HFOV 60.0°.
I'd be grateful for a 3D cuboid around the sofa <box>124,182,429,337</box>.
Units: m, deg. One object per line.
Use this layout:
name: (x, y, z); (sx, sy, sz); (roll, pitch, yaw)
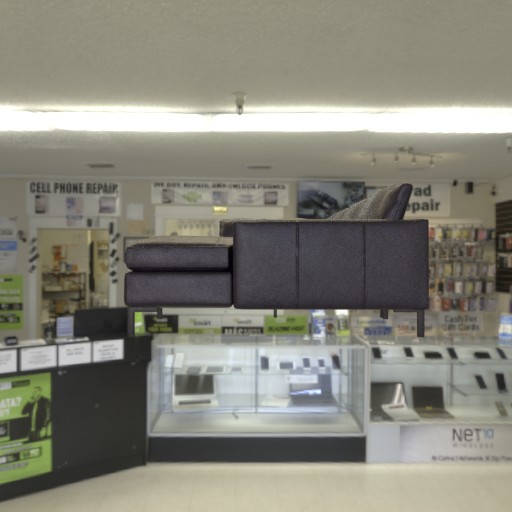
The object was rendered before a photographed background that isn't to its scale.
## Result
sofa: (0.000, 0.000, 3.906); (1.939, 0.900, 2.956); (0, 0, 0)
